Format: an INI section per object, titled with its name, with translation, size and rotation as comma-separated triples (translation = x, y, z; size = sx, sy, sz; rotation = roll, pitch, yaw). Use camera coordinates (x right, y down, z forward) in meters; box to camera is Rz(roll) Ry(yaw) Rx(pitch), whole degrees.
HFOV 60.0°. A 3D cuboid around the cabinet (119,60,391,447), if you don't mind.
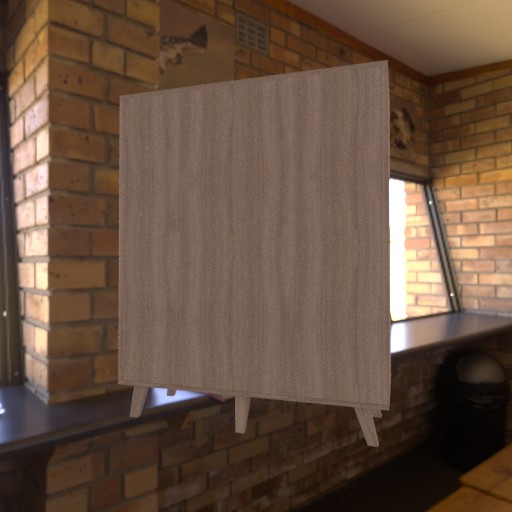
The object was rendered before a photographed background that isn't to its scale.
[cabinet]
translation = 0.000, 0.000, 1.927
size = 1.111, 1.388, 0.398
rotation = 0, -1, 18
